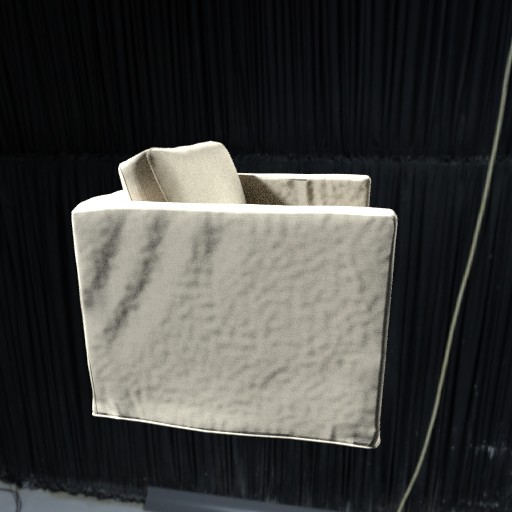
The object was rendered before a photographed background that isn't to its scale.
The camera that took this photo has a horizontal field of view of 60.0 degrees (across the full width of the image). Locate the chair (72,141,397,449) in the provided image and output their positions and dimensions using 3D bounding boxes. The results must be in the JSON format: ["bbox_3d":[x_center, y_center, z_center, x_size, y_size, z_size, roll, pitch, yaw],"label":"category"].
[{"bbox_3d":[0.000,0.000,1.756,0.949,0.867,1.057,3,16,9],"label":"chair"}]
